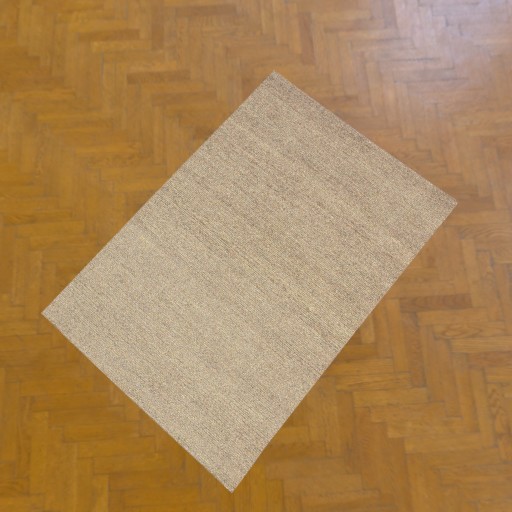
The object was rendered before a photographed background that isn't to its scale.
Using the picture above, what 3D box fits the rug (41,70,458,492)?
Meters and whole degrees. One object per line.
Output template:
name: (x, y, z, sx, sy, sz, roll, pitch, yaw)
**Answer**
rug: (0.000, 0.000, 2.897, 1.609, 0.030, 2.342, 39, 79, 9)
